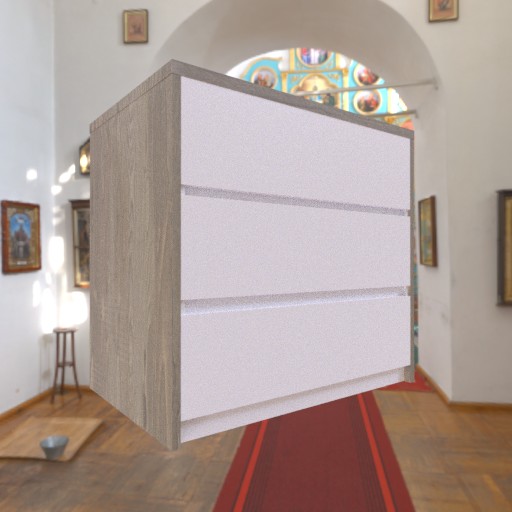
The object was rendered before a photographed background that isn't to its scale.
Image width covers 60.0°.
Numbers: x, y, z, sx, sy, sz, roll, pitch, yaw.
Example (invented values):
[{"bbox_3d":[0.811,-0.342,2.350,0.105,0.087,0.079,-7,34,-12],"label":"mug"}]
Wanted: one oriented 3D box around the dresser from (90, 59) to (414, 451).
[{"bbox_3d":[0.000,0.000,1.315,0.809,0.762,0.529,0,0,-37],"label":"dresser"}]
